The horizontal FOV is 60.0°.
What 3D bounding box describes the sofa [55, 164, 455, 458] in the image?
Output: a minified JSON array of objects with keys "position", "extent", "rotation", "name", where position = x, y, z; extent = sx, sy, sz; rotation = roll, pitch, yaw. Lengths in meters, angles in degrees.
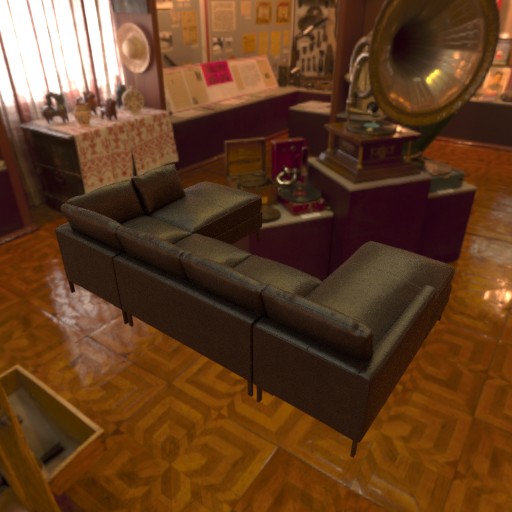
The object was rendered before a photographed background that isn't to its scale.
[{"position":[0.000,0.000,3.800],"extent":[2.956,0.900,1.939],"rotation":[20,36,31],"name":"sofa"}]
